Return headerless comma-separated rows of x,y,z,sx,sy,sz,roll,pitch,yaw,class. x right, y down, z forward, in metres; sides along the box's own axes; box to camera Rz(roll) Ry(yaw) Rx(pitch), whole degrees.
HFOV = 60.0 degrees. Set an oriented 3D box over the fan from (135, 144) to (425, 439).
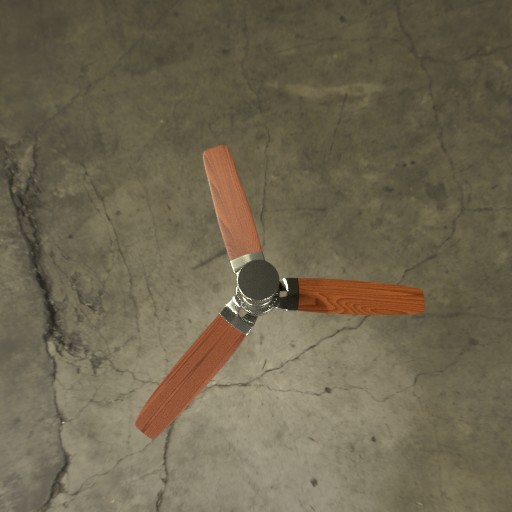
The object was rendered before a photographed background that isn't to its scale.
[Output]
0.000,0.000,2.029,1.416,0.410,1.271,-16,75,-4,fan
